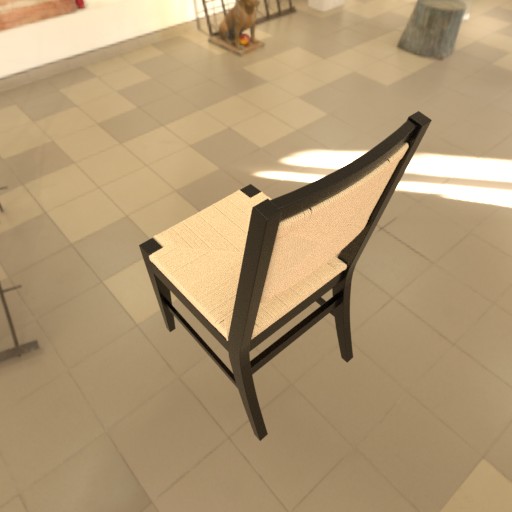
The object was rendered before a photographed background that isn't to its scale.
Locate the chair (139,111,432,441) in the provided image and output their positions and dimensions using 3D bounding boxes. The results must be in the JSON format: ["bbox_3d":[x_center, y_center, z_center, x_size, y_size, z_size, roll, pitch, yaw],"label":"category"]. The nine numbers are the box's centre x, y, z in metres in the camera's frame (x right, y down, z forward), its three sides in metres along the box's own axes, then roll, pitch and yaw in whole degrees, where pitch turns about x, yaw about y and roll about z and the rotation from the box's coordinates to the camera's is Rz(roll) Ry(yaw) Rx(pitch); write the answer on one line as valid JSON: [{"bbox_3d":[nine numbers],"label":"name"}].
[{"bbox_3d":[0.000,0.000,1.237,0.437,0.927,0.552,-33,56,-26],"label":"chair"}]
